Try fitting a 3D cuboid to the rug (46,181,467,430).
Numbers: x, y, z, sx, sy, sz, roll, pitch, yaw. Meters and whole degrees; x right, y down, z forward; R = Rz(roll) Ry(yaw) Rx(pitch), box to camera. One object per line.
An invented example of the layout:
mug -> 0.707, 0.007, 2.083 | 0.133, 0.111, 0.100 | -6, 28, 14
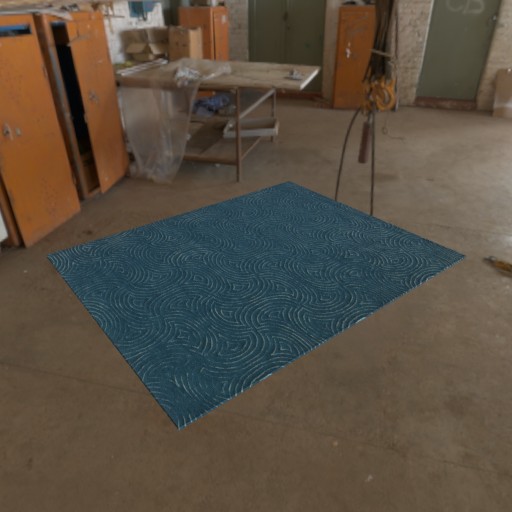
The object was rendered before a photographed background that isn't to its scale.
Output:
rug -> 0.000, 0.000, 4.093 | 3.033, 0.012, 2.432 | -22, 37, -32
